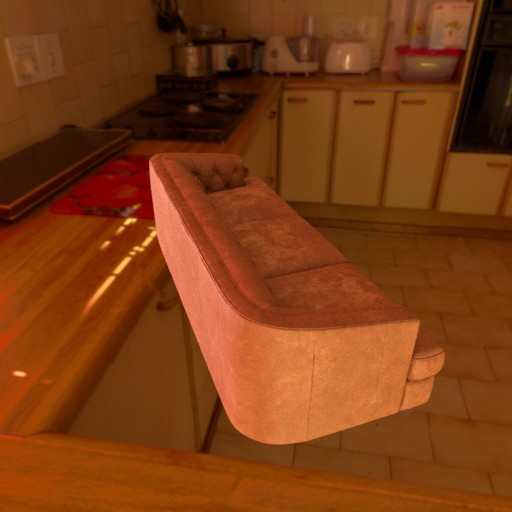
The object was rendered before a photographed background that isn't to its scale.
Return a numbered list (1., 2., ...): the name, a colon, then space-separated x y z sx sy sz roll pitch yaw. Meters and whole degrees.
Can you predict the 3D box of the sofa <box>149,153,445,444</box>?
1. sofa: 0.000 0.000 2.672 0.922 0.791 2.257 -11 32 -18
